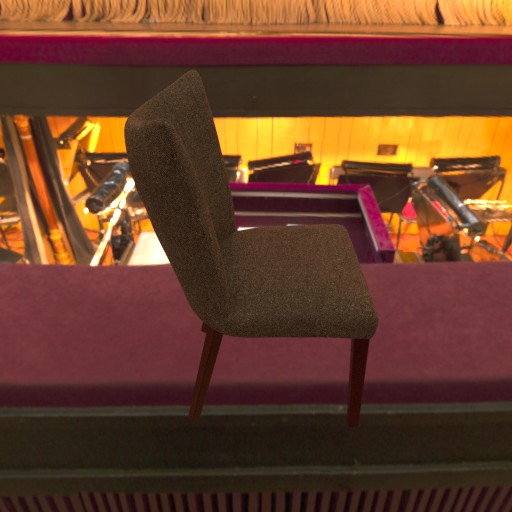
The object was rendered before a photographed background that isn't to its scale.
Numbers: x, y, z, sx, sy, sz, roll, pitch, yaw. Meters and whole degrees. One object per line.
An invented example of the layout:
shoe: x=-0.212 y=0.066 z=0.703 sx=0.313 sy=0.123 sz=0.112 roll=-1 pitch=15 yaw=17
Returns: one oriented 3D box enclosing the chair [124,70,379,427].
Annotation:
chair: x=0.000 y=0.000 z=1.282 sx=0.623 sy=0.924 sz=0.535 roll=0 pitch=32 yaw=0
